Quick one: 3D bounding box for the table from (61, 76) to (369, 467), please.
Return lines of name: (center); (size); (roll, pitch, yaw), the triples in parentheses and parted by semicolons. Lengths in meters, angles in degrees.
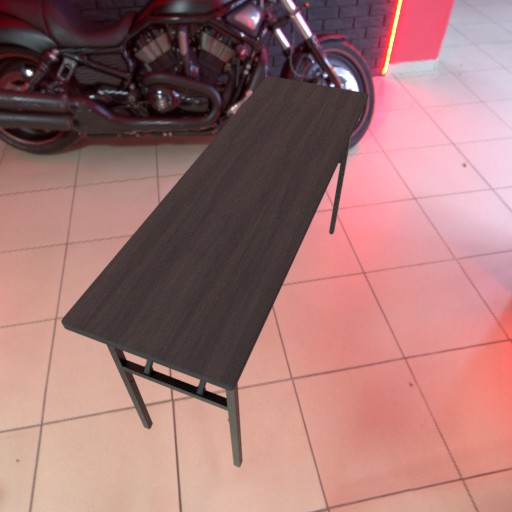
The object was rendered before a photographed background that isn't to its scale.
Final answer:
table: (0.000, 0.000, 1.712); (0.449, 0.750, 1.399); (16, 49, 15)
